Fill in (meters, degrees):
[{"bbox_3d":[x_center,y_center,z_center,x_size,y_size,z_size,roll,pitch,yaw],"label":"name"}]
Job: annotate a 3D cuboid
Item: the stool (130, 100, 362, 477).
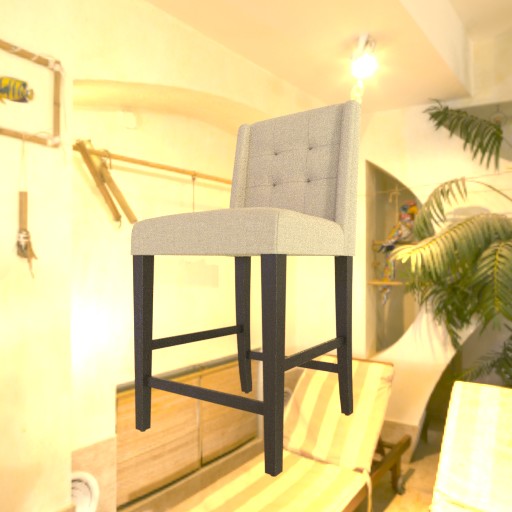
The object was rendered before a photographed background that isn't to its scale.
[{"bbox_3d":[0.000,0.000,1.256,0.474,0.939,0.509,0,-1,36],"label":"stool"}]
